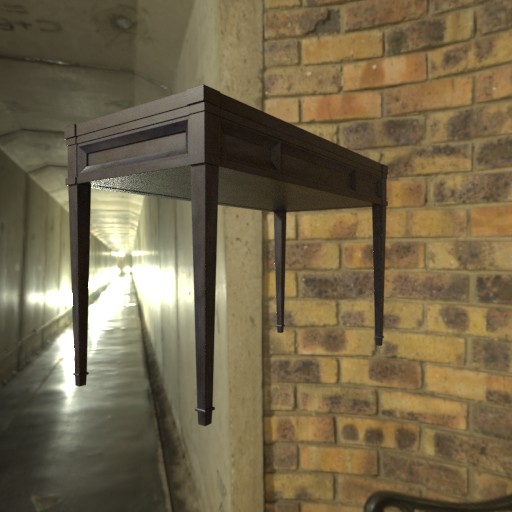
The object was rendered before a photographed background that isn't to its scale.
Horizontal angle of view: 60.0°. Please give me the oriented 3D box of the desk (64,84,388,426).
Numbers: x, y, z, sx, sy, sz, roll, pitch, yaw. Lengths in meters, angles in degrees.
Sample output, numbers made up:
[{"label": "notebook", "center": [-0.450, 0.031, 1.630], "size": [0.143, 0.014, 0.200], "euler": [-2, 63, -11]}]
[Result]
[{"label": "desk", "center": [0.000, 0.000, 1.804], "size": [0.630, 0.861, 1.289], "euler": [0, 1, 36]}]
